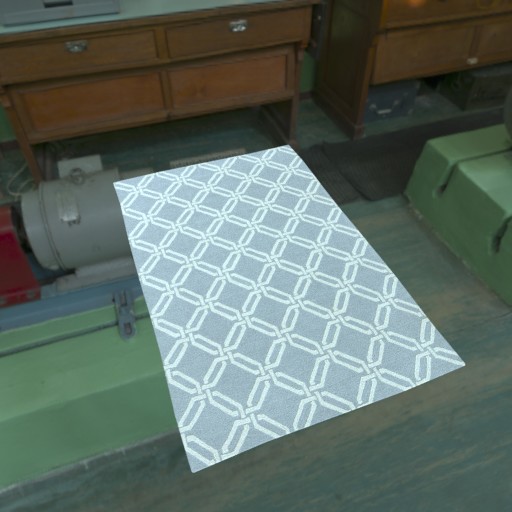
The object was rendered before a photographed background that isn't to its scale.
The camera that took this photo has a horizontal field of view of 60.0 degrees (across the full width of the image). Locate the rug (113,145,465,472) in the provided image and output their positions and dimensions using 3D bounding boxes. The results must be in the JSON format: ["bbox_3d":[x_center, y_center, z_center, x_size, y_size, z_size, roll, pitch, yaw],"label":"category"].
[{"bbox_3d":[0.000,0.000,2.203,1.148,0.010,1.754,-16,48,-15],"label":"rug"}]
